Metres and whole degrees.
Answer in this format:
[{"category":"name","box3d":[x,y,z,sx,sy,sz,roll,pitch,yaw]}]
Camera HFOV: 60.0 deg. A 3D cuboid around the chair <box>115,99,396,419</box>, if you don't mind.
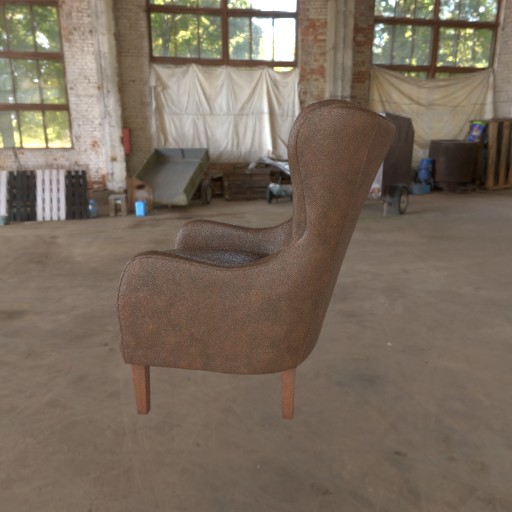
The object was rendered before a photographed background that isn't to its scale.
[{"category":"chair","box3d":[0.000,0.000,1.639,0.914,1.048,0.692,2,15,8]}]
